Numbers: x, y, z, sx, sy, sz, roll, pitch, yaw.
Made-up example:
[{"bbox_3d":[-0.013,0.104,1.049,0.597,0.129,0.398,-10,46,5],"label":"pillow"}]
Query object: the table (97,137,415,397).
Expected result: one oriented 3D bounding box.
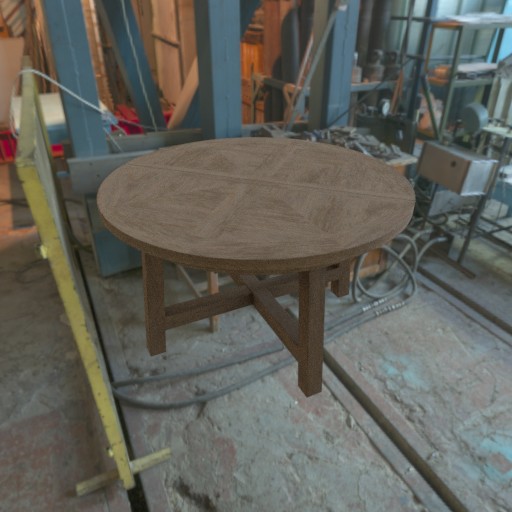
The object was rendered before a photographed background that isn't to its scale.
[{"bbox_3d":[0.000,0.000,2.115,1.319,0.762,1.319,0,31,0],"label":"table"}]
